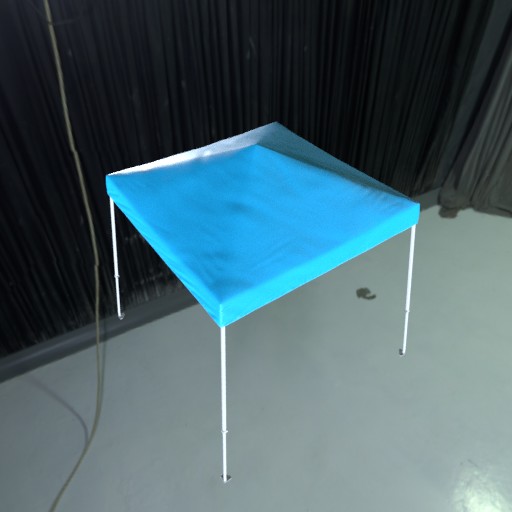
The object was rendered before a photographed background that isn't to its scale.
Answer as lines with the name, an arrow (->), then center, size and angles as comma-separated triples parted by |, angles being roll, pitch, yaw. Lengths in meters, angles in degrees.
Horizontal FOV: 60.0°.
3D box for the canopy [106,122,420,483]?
canopy -> 0.000, 0.000, 5.203 | 2.848, 2.849, 2.849 | -25, 47, -26
